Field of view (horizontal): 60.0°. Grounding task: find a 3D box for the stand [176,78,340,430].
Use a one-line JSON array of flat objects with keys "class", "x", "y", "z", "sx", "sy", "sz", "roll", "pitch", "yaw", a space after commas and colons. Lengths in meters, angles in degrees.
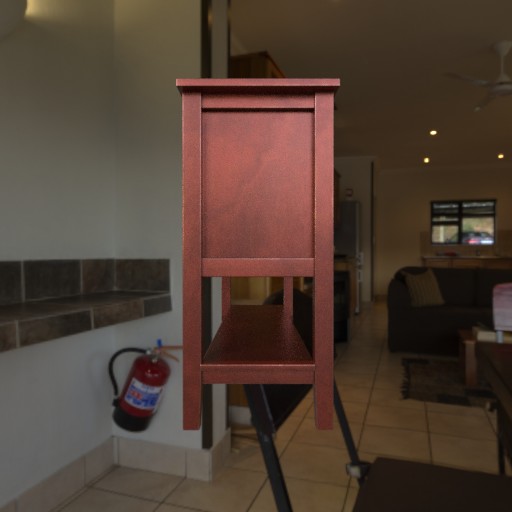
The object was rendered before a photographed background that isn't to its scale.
[{"class": "stand", "x": 0.000, "y": 0.000, "z": 1.759, "sx": 0.410, "sy": 0.872, "sz": 1.362, "roll": 0, "pitch": 0, "yaw": 0}]
